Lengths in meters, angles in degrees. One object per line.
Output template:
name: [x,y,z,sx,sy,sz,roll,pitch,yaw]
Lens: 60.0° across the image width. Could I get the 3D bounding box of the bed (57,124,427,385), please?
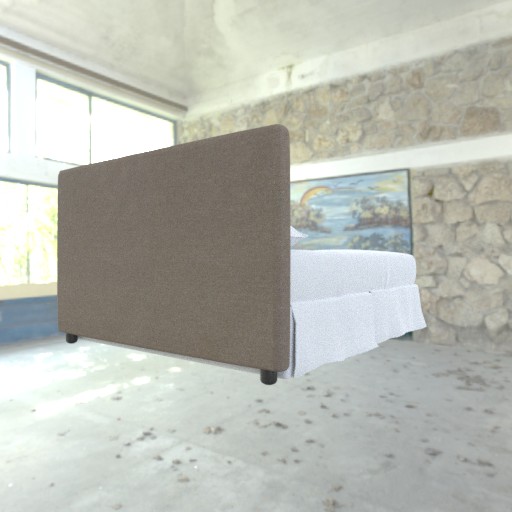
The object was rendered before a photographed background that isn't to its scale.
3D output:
bed: [0.000,0.000,3.674,2.119,1.317,2.341,0,0,37]
